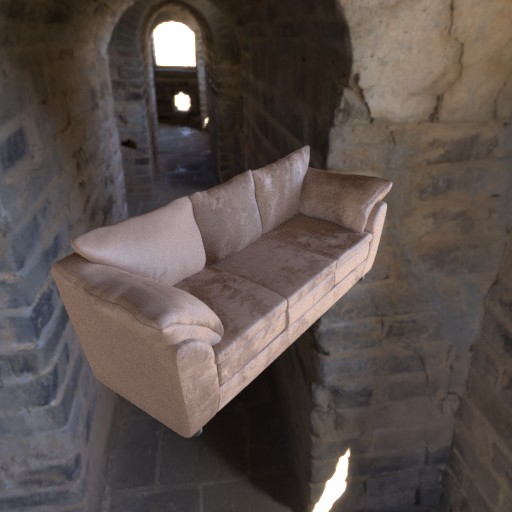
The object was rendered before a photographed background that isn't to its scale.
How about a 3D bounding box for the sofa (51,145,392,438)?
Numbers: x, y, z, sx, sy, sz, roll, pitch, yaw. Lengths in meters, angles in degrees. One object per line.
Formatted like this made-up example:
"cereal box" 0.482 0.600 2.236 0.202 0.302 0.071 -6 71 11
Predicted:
"sofa" 0.000 0.000 2.875 0.893 0.981 2.377 18 32 32
